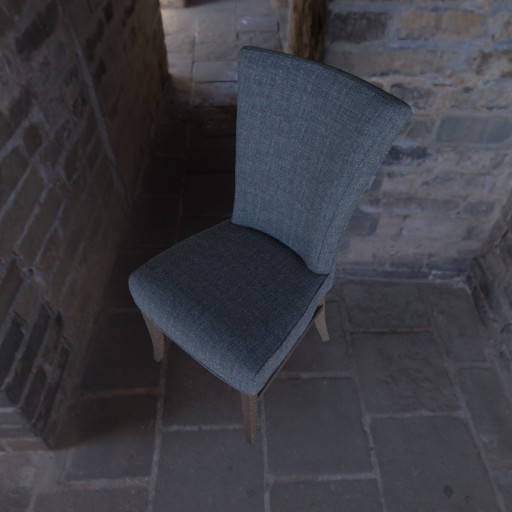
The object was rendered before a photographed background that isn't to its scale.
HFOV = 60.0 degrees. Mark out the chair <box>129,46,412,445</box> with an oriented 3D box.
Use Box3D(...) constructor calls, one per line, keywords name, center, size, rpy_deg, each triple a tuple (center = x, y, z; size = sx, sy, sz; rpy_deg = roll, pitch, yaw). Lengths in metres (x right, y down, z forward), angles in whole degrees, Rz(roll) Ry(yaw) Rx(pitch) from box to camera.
Box3D(name="chair", center=(0.000, 0.000, 1.358), size=(0.520, 0.991, 0.660), rpy_deg=(32, 55, 26))
